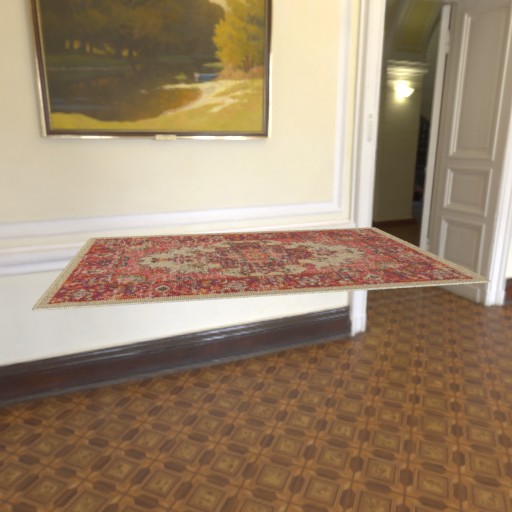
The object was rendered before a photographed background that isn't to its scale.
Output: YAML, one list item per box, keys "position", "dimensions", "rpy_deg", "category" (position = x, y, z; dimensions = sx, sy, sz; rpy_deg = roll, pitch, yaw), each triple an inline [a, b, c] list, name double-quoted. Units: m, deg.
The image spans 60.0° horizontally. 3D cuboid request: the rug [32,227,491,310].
- position: [0.000, 0.000, 1.081]
  dimensions: [0.868, 0.004, 0.556]
  rpy_deg: [-3, 15, -10]
  category: "rug"
